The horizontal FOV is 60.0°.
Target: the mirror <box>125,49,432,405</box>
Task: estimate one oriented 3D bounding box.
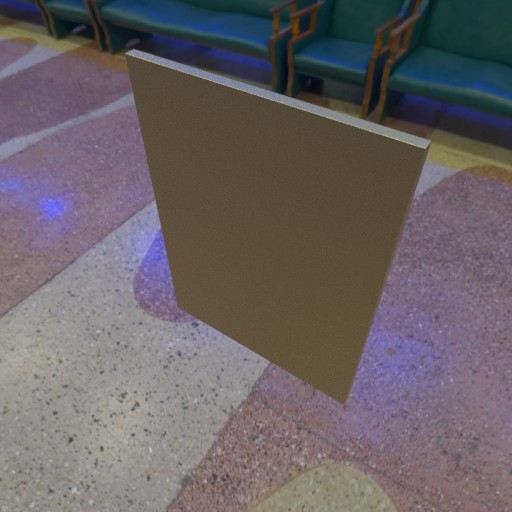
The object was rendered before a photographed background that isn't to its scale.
[{"bbox_3d":[0.000,0.000,1.319,0.756,1.023,0.032,26,52,23],"label":"mirror"}]
